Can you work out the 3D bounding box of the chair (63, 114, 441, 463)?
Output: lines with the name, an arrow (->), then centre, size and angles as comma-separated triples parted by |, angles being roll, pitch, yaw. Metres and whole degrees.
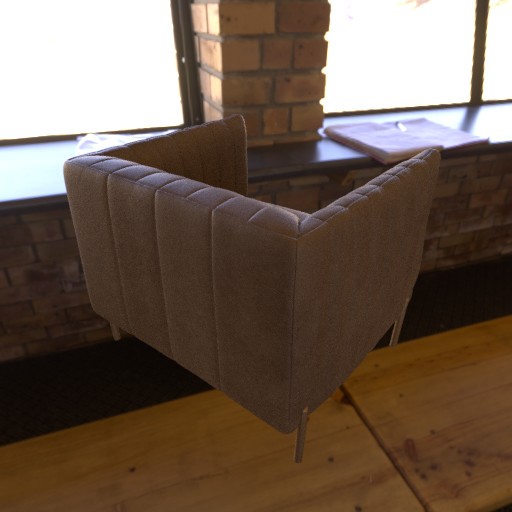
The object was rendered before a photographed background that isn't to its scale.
chair -> 0.000, 0.000, 1.621 | 0.981, 0.779, 0.876 | 22, 36, 33
